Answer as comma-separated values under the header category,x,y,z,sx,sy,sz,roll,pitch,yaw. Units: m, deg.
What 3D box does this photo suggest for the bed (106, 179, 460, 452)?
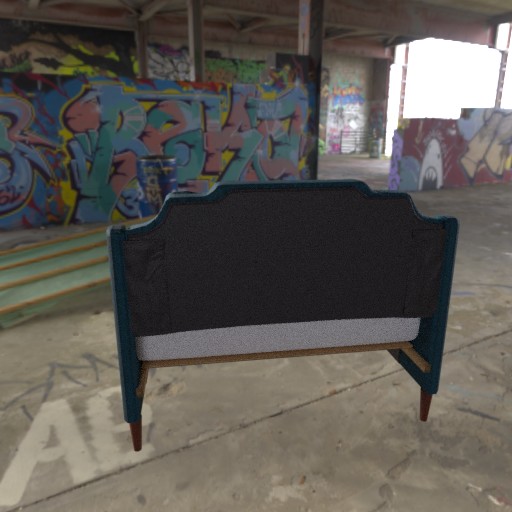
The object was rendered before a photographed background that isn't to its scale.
category,x,y,z,sx,sy,sz,roll,pitch,yaw
bed,0.000,0.000,3.263,1.676,1.351,2.322,-2,17,-8
